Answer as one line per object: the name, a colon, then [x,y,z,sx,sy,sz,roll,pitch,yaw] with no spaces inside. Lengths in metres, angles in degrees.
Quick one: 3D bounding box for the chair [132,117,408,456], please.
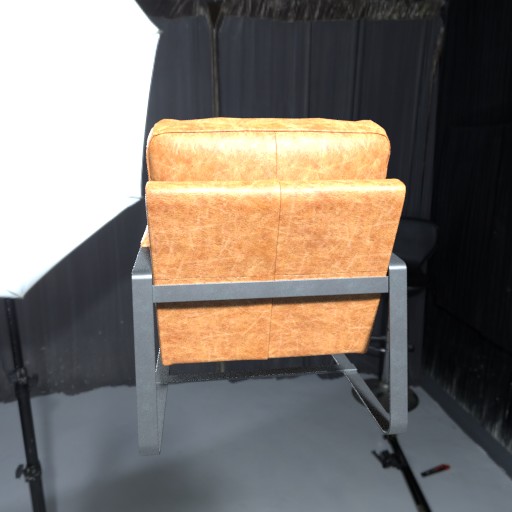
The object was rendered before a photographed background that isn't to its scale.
chair: [0.000,0.000,1.356,0.651,0.777,0.801,-2,14,-7]
